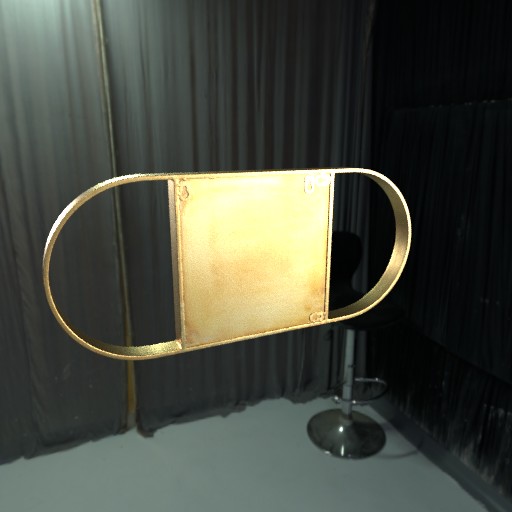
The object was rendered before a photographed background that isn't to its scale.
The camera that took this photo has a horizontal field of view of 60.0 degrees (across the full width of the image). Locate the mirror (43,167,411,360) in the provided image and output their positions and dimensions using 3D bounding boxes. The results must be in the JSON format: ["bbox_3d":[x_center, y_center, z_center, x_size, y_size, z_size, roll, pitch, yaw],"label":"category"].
[{"bbox_3d":[0.000,0.000,0.671,0.584,0.254,0.032,-7,17,-24],"label":"mirror"}]
